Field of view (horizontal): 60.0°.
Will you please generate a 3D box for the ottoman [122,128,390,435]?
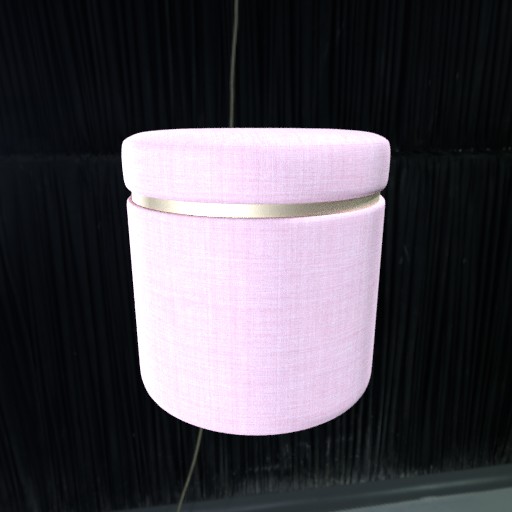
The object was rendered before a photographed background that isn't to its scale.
[{"bbox_3d":[0.000,0.000,0.733,0.400,0.406,0.400,0,16,0],"label":"ottoman"}]
